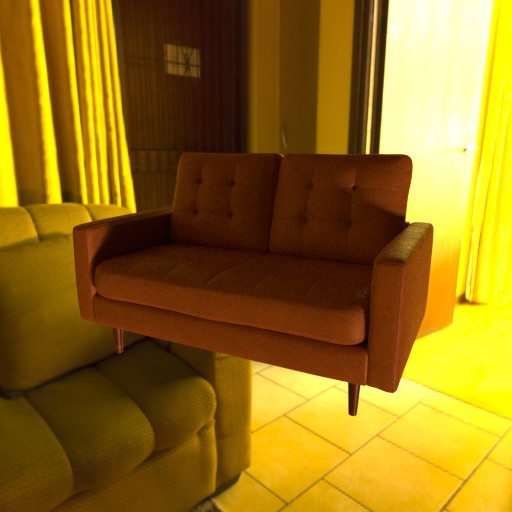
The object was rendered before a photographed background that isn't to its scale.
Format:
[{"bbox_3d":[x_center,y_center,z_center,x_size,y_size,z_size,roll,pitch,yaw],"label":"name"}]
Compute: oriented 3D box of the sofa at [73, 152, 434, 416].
[{"bbox_3d":[0.000,0.000,1.996,1.430,0.898,0.868,7,15,26],"label":"sofa"}]
